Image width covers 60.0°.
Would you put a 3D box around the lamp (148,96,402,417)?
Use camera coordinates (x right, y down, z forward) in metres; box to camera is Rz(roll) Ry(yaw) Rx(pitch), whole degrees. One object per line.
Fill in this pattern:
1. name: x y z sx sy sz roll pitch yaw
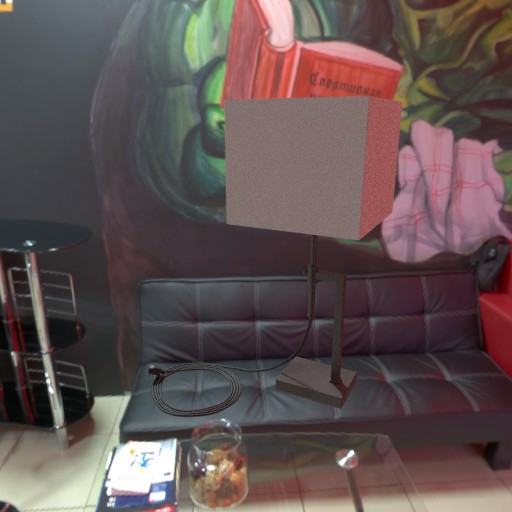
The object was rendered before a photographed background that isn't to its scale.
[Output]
1. lamp: 0.000 0.000 0.998 0.504 0.660 0.399 9 19 27
